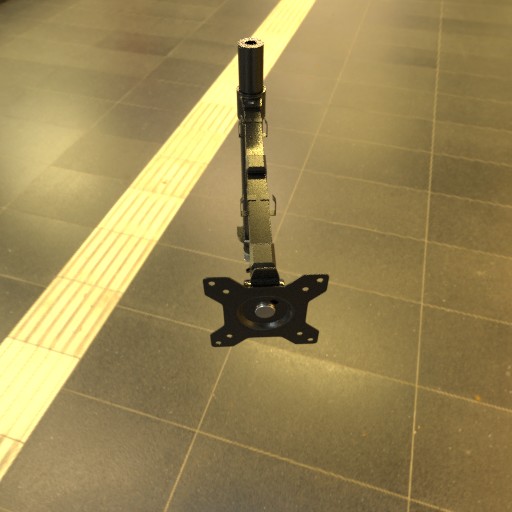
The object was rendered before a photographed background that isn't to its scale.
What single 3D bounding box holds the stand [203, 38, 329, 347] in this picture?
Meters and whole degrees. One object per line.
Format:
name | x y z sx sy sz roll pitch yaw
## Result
stand | 0.000 0.000 0.709 0.115 0.510 0.456 -2 47 -2
